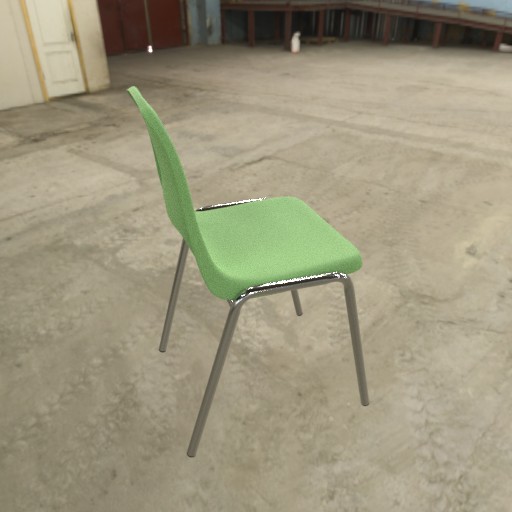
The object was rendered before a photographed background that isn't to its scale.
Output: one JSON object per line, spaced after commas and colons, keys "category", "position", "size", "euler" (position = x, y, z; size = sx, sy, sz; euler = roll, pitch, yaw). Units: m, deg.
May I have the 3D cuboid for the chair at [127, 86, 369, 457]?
{"category": "chair", "position": [0.000, 0.000, 0.954], "size": [0.436, 0.704, 0.381], "euler": [-11, 33, -18]}
